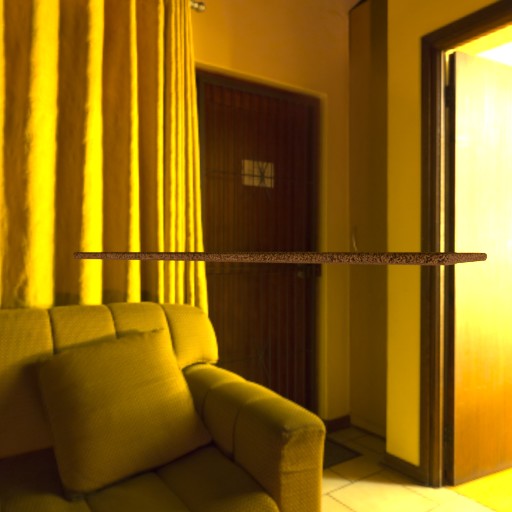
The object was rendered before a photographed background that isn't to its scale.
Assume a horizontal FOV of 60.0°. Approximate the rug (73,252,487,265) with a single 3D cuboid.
[{"bbox_3d":[0.000,0.000,1.717,1.524,0.030,0.609,0,1,36],"label":"rug"}]
